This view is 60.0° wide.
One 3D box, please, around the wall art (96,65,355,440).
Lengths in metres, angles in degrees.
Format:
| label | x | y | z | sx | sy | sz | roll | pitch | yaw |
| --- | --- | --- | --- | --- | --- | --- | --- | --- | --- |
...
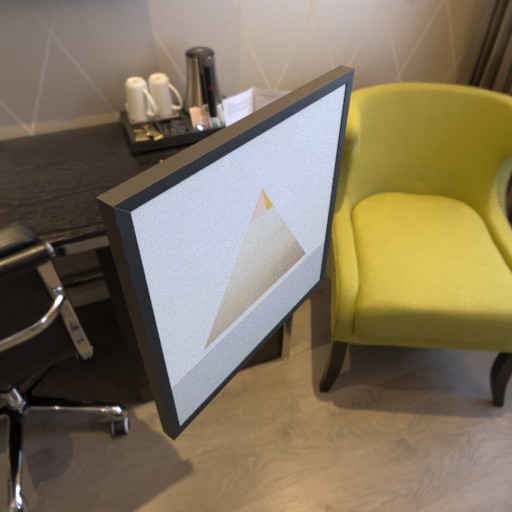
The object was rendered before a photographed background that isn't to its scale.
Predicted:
| label | x | y | z | sx | sy | sz | roll | pitch | yaw |
| --- | --- | --- | --- | --- | --- | --- | --- | --- | --- |
| wall art | 0.000 | 0.000 | 1.171 | 0.042 | 0.766 | 0.769 | 27 | 48 | 27 |
